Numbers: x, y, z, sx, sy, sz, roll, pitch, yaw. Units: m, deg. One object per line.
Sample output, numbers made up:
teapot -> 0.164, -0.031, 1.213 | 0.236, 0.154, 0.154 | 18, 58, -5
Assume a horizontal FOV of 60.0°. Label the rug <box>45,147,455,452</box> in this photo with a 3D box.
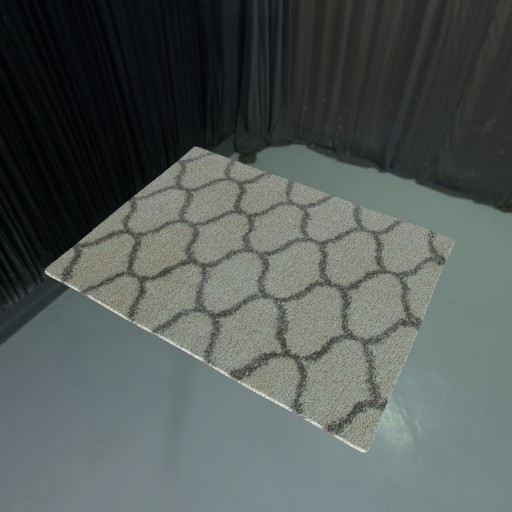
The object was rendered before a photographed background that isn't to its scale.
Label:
rug -> 0.000, 0.000, 2.142 | 1.600, 0.025, 1.200 | 24, 52, 20
